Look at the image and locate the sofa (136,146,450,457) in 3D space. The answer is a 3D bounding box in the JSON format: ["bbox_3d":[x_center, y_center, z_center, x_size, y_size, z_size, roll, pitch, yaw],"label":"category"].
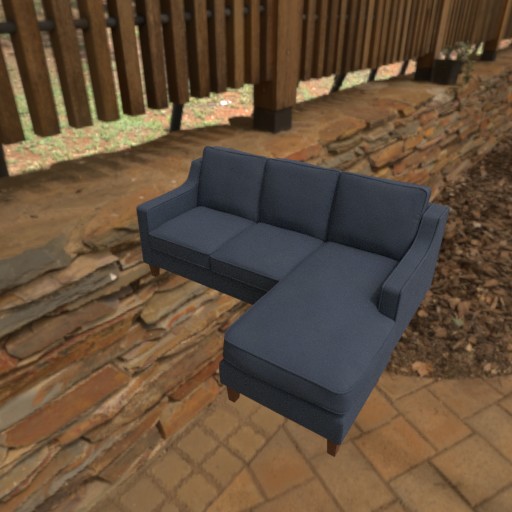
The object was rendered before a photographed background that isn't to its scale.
[{"bbox_3d":[0.000,0.000,3.355,2.317,1.066,1.858,19,35,29],"label":"sofa"}]
